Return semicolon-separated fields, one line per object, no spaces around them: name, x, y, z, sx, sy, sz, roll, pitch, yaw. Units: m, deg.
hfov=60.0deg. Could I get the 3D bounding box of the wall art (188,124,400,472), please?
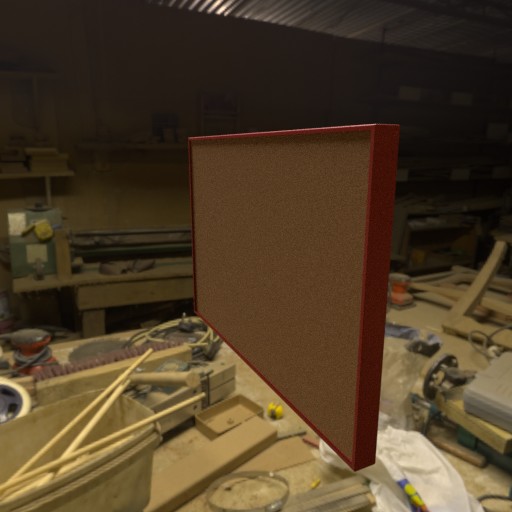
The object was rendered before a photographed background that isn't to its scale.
wall art;0.000;0.000;0.761;0.033;0.405;0.607;-7;15;-25
